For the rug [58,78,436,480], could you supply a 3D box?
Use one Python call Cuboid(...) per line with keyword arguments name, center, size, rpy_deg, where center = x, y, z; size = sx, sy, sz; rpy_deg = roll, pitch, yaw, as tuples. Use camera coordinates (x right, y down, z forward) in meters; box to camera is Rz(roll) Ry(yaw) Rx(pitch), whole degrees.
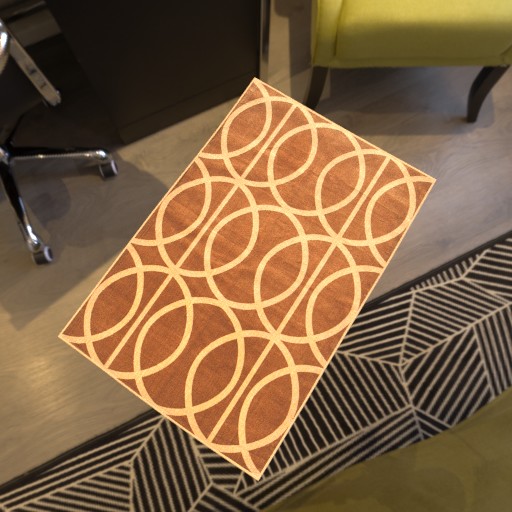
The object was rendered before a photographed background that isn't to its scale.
Cuboid(name="rug", center=(0.000, 0.000, 2.945), size=(1.526, 0.014, 2.290), rpy_deg=(32, 77, 8))
